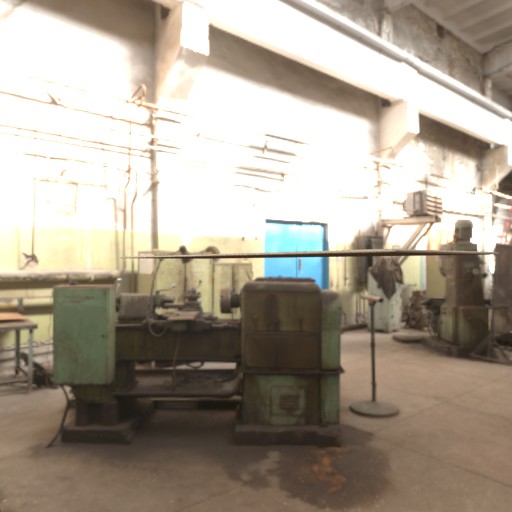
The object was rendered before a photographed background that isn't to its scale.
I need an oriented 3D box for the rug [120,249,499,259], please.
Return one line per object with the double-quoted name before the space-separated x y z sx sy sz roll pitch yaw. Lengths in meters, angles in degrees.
"rug" 0.000 0.000 2.362 0.662 0.011 2.196 1 -1 -38
